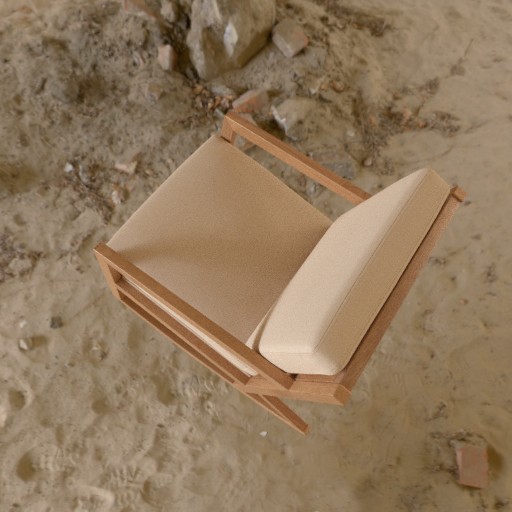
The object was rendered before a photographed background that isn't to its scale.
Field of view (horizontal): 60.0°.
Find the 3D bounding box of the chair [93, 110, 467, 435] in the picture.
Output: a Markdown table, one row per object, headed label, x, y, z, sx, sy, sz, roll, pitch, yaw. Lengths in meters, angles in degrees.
| label | x | y | z | sx | sy | sz | roll | pitch | yaw |
| --- | --- | --- | --- | --- | --- | --- | --- | --- | --- |
| chair | 0.000 | 0.000 | 1.387 | 0.857 | 0.790 | 0.622 | 32 | 67 | 15 |
